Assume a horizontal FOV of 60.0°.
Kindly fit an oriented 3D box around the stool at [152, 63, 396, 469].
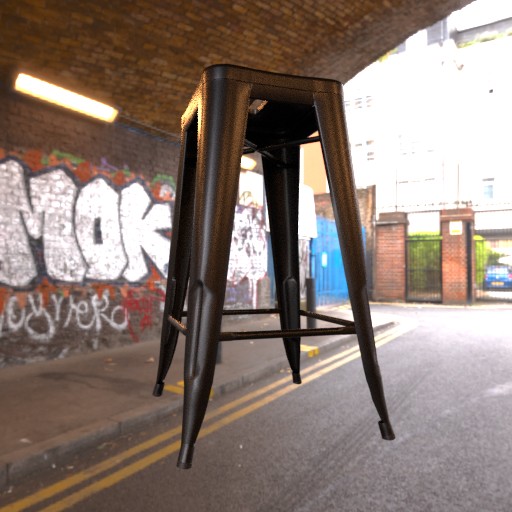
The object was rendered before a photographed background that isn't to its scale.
[{"bbox_3d":[0.000,0.000,0.862,0.359,0.609,0.399,1,-2,-18],"label":"stool"}]
